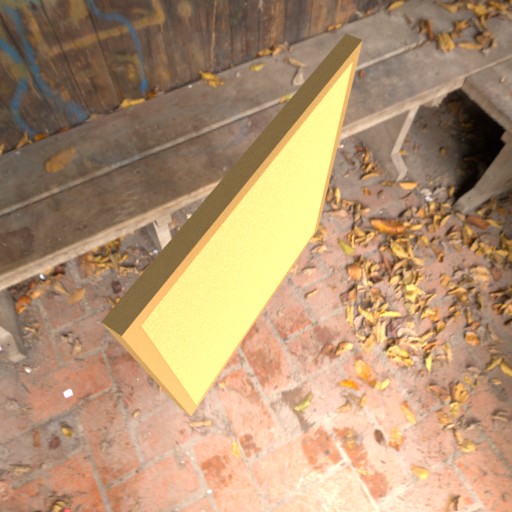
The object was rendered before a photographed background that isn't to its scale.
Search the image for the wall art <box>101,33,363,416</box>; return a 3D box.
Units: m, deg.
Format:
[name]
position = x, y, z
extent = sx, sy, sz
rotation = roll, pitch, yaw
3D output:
[wall art]
position = 0.000, 0.000, 2.829
extent = 0.099, 1.926, 1.926
rotation = 30, 66, 15
